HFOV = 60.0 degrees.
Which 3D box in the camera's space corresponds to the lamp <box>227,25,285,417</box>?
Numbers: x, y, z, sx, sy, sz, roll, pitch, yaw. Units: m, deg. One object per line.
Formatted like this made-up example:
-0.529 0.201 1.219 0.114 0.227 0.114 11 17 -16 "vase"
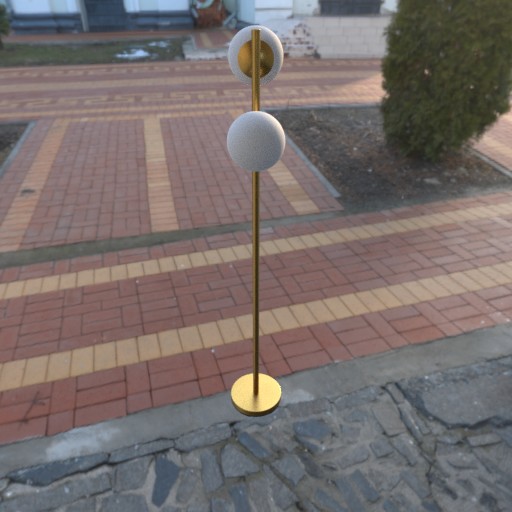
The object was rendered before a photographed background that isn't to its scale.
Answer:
0.000 0.000 1.790 0.249 1.641 0.419 0 31 0 "lamp"
